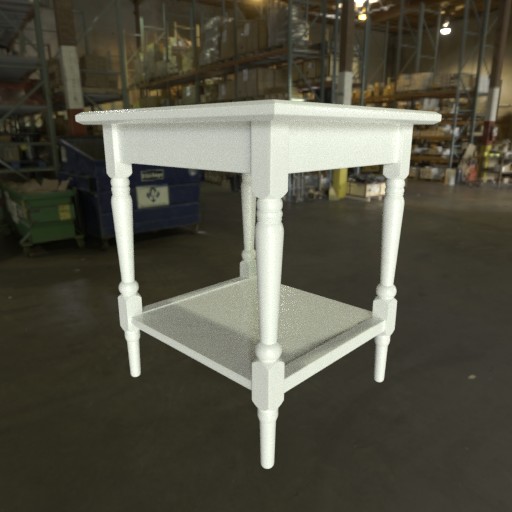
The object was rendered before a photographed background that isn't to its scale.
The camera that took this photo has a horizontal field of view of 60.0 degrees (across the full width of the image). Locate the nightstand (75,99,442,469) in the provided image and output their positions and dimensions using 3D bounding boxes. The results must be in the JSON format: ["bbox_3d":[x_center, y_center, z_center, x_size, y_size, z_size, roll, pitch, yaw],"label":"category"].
[{"bbox_3d":[0.000,0.000,0.897,0.505,0.555,0.459,15,21,42],"label":"nightstand"}]
